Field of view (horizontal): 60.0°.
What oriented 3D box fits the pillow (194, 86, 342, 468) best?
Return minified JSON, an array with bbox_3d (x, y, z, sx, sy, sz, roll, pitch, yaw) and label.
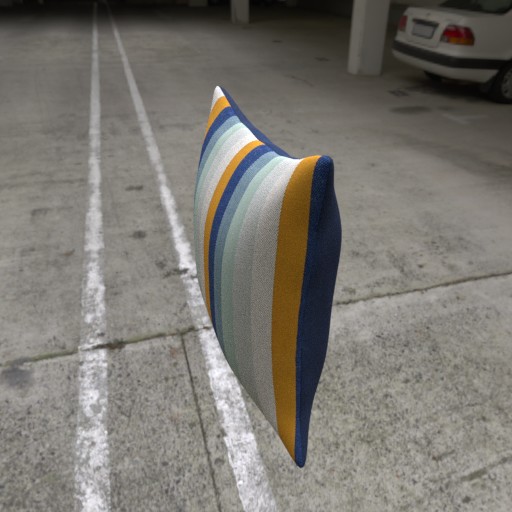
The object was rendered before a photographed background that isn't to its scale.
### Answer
[{"bbox_3d":[0.000,0.000,0.711,0.173,0.454,0.463,-9,31,-15],"label":"pillow"}]
